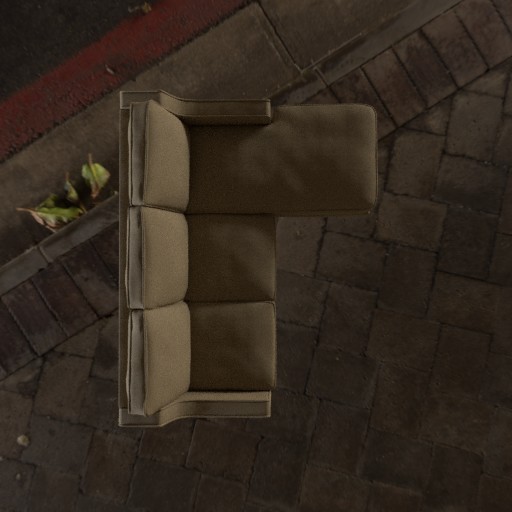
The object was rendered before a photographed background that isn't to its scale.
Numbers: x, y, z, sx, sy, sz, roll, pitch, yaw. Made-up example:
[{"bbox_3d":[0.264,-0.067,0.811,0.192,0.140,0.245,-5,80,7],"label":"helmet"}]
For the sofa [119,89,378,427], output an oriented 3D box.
[{"bbox_3d":[0.000,0.000,3.332,1.858,1.066,2.317,0,89,2],"label":"sofa"}]
